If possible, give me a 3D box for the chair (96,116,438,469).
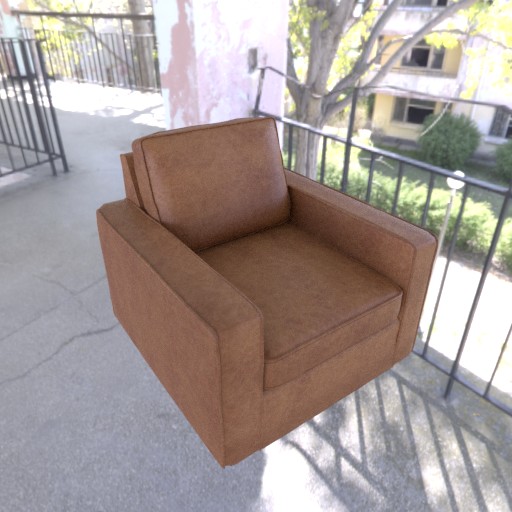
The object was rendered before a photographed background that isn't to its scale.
[{"bbox_3d":[0.000,0.000,1.756,0.987,0.901,1.027,-22,37,-32],"label":"chair"}]
